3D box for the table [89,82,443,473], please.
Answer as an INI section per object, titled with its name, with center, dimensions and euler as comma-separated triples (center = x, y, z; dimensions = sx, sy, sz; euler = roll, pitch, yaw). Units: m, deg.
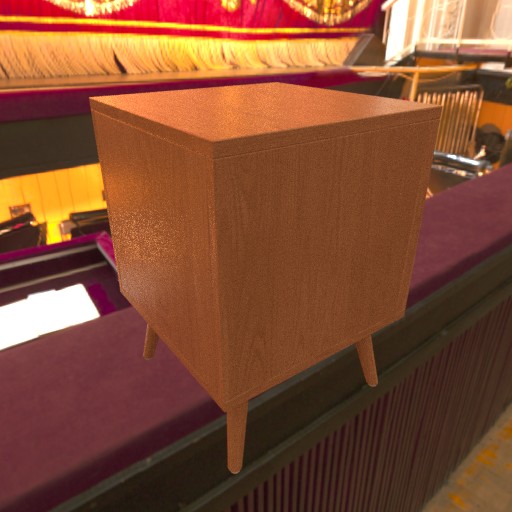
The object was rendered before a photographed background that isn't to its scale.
[table]
center = 0.000, 0.000, 0.826
dimensions = 0.400, 0.550, 0.400
euler = -18, 32, -32
